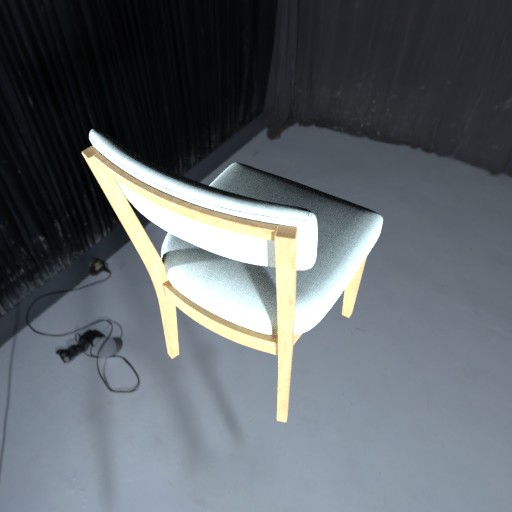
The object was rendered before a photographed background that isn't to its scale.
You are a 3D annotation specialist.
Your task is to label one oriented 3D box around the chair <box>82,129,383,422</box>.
[{"bbox_3d":[0.000,0.000,1.187,0.508,0.832,0.572,24,51,21],"label":"chair"}]
